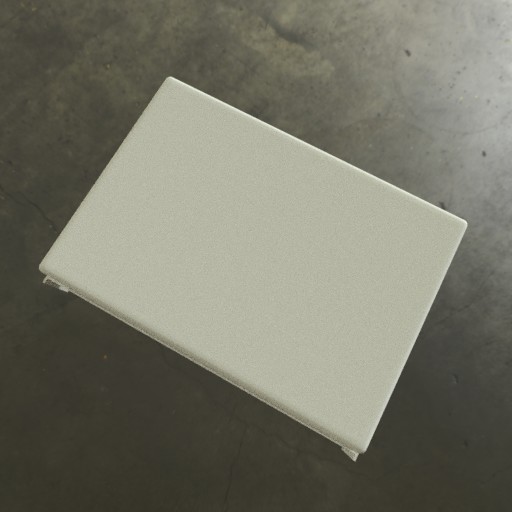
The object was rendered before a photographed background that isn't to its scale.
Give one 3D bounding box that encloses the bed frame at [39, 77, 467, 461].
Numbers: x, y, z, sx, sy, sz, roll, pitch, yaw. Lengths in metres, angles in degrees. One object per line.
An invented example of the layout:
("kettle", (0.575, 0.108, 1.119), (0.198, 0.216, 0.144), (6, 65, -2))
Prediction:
("bed frame", (0.000, 0.000, 2.599), (1.945, 0.497, 1.445), (28, 78, 7))
